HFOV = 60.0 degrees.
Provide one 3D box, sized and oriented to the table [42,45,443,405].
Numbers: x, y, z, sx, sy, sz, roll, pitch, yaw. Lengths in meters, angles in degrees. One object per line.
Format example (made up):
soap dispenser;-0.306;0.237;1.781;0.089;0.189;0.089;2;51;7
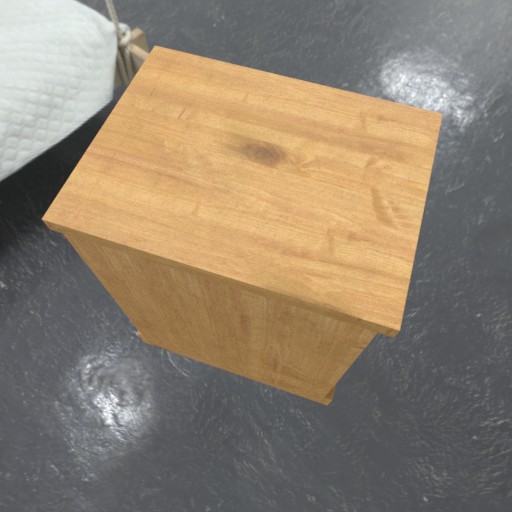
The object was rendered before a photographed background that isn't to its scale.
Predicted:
table;0.000;0.000;1.232;0.660;0.813;0.500;17;64;8
